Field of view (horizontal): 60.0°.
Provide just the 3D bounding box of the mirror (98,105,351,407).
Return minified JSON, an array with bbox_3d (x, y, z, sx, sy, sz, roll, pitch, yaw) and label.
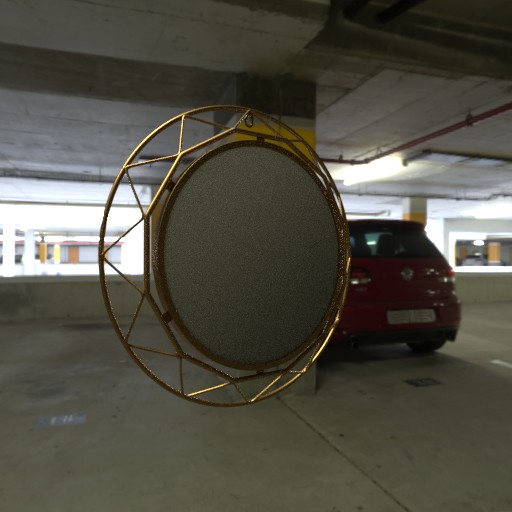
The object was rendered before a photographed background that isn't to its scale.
[{"bbox_3d":[0.000,0.000,0.665,0.454,0.454,0.043,0,-1,-36],"label":"mirror"}]
